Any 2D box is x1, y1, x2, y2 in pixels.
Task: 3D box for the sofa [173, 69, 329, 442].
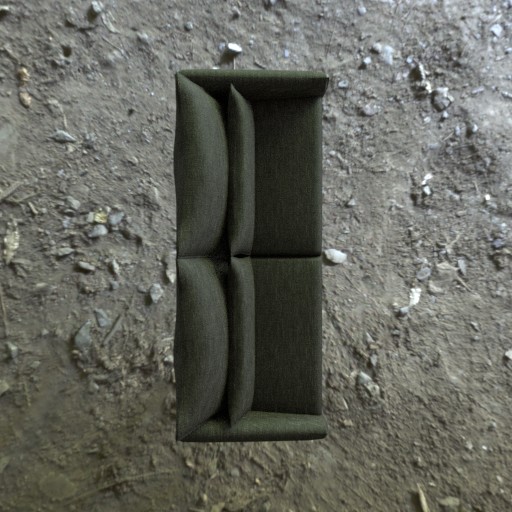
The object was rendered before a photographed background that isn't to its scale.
[{"bbox_3d":[0.000,0.000,2.436,0.807,0.843,2.019,0,90,0],"label":"sofa"}]
